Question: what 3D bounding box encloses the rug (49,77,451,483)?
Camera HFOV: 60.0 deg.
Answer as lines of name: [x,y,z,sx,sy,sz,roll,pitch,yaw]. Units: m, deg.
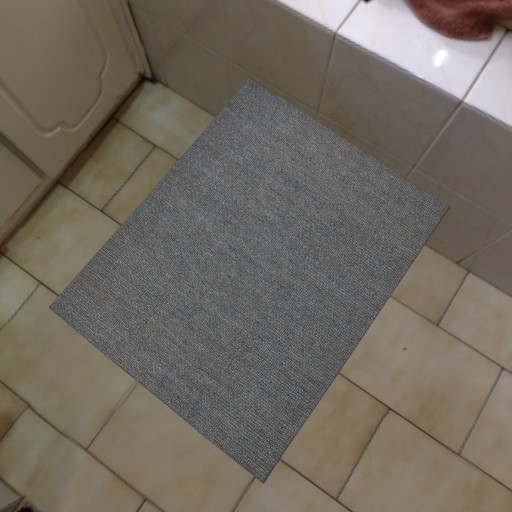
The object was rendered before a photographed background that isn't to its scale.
rug: [0.000,0.000,4.174,2.456,0.021,3.068,36,78,9]
